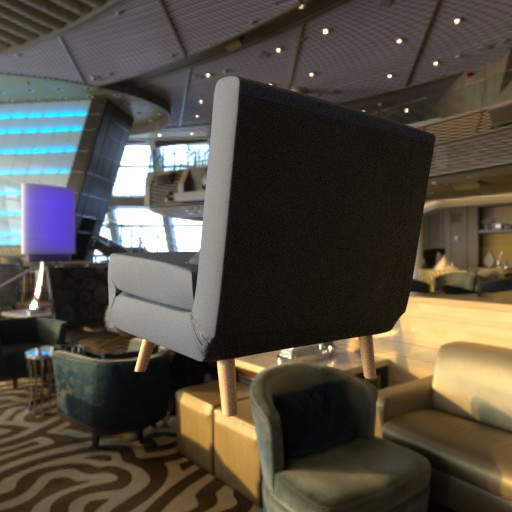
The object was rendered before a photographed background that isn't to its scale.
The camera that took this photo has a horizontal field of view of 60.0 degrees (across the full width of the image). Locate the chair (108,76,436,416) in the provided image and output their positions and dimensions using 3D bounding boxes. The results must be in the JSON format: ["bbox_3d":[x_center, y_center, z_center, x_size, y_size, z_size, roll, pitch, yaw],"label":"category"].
[{"bbox_3d":[0.000,0.000,1.509,0.770,0.808,0.900,0,0,-37],"label":"chair"}]
